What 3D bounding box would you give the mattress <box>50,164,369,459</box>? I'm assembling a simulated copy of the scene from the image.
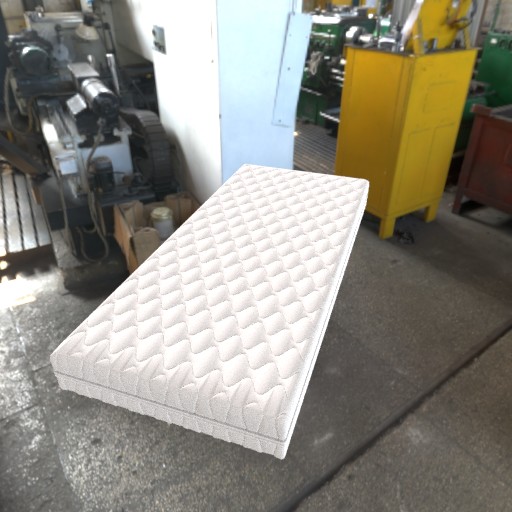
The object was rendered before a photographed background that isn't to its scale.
[{"bbox_3d":[0.000,0.000,2.311,0.900,0.200,2.000,11,34,16],"label":"mattress"}]
